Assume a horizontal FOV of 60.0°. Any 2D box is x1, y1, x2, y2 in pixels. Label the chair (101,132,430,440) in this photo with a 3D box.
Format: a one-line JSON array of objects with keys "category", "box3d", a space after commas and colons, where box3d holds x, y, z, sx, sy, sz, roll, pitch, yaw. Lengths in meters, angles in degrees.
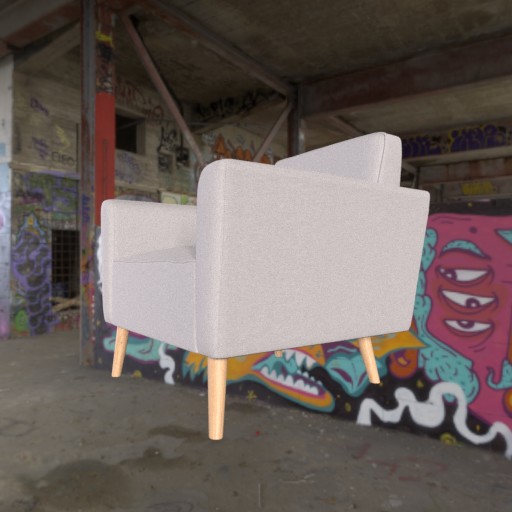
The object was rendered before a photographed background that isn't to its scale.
[{"category": "chair", "box3d": [0.000, 0.000, 1.394, 0.750, 0.780, 0.780, 1, -1, -36]}]
